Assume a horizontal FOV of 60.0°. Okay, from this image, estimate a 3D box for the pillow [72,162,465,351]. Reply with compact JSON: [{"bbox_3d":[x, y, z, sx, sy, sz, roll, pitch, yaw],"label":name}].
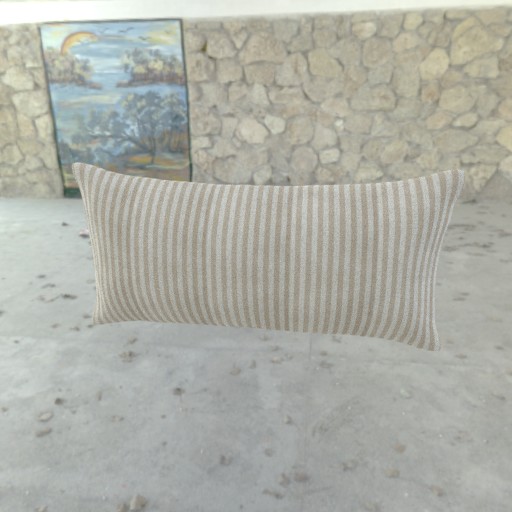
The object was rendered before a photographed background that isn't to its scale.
[{"bbox_3d":[0.000,0.000,0.733,0.617,0.295,0.151,3,18,9],"label":"pillow"}]
